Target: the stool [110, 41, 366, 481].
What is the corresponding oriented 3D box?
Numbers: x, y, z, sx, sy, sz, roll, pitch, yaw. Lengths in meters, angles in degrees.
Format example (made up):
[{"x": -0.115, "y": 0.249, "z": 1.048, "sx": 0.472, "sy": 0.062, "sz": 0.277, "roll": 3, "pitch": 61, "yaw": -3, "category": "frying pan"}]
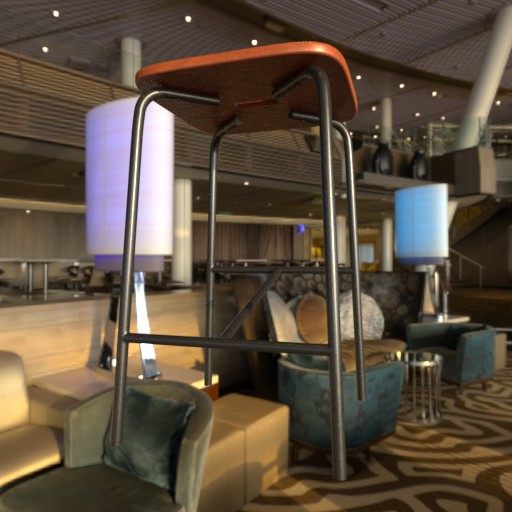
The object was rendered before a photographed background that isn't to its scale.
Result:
[{"x": 0.000, "y": 0.000, "z": 0.833, "sx": 0.376, "sy": 0.610, "sz": 0.376, "roll": 0, "pitch": -1, "yaw": 18, "category": "stool"}]
